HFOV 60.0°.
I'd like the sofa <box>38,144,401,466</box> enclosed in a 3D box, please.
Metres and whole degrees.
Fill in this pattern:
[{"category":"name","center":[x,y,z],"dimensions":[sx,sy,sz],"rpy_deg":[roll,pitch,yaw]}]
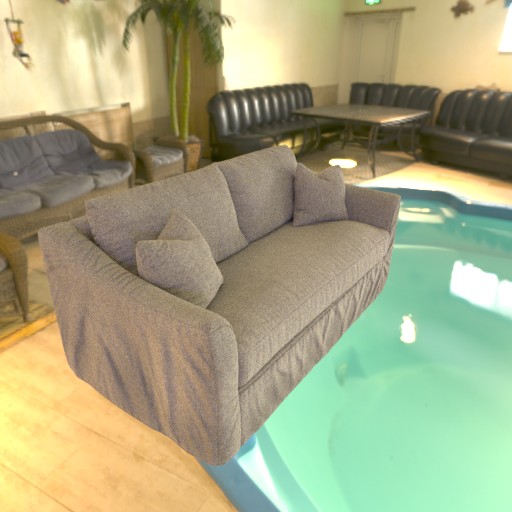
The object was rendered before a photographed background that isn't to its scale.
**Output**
[{"category":"sofa","center":[0.000,0.000,2.618],"dimensions":[1.072,1.018,2.010],"rpy_deg":[17,30,32]}]
